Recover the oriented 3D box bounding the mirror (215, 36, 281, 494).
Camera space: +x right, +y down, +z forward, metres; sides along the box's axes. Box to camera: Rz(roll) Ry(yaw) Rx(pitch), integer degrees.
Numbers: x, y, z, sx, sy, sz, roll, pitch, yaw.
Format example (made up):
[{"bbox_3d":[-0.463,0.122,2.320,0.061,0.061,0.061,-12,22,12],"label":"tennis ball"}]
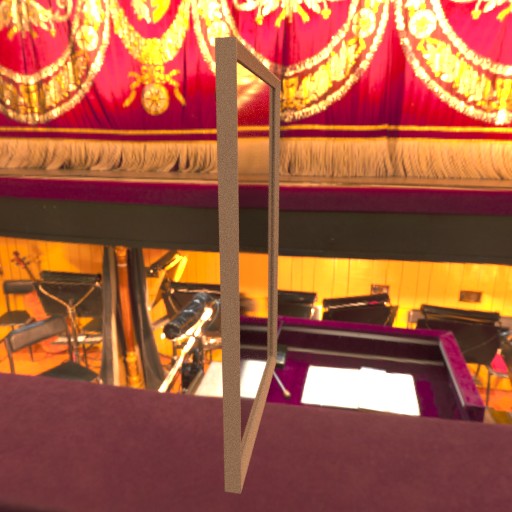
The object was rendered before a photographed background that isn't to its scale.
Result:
[{"bbox_3d":[0.000,0.000,1.144,0.041,0.915,0.609,3,15,10],"label":"mirror"}]
